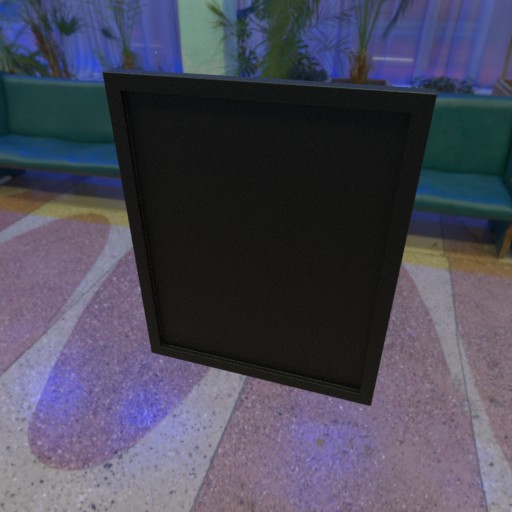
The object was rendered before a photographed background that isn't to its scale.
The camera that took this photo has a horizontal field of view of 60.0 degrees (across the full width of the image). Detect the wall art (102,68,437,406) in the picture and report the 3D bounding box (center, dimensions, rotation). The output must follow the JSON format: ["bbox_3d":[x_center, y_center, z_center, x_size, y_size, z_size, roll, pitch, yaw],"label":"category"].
[{"bbox_3d":[0.000,0.000,0.741,0.457,0.559,0.028,10,34,15],"label":"wall art"}]
